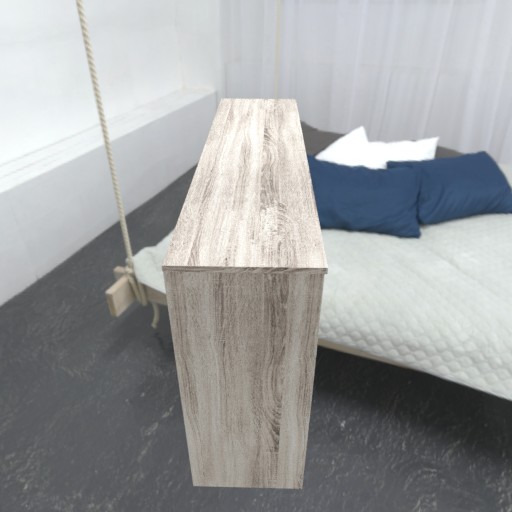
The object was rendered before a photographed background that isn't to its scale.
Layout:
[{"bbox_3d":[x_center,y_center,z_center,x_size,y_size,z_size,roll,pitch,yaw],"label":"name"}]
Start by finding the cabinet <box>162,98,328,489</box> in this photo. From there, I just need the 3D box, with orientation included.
[{"bbox_3d":[0.000,0.000,1.829,0.380,0.900,1.450,1,33,1],"label":"cabinet"}]
